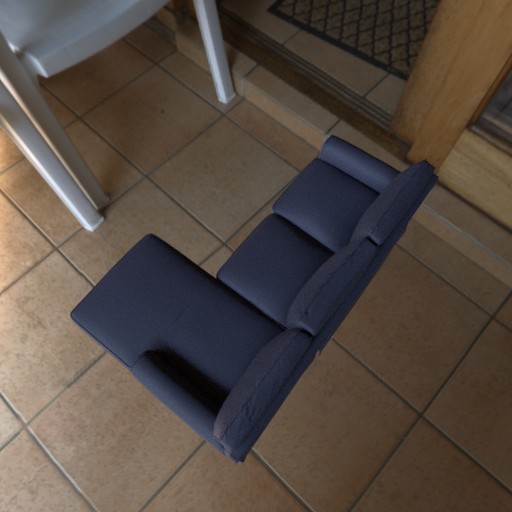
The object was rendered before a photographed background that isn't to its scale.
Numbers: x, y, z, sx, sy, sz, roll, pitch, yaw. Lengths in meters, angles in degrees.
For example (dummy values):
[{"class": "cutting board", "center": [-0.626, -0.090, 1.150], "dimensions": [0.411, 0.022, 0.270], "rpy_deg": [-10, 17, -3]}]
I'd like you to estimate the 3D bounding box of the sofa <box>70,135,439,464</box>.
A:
[{"class": "sofa", "center": [0.000, 0.000, 3.437], "dimensions": [1.637, 1.039, 2.518], "rpy_deg": [35, 70, 14]}]
